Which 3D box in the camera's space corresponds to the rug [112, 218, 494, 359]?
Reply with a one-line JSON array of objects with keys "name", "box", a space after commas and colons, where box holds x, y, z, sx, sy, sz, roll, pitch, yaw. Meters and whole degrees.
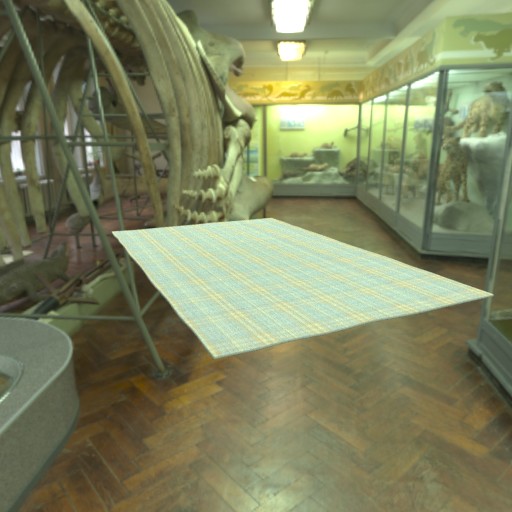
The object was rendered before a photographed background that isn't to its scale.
[{"name": "rug", "box": [0.000, 0.000, 3.024, 1.545, 0.016, 2.460, -7, 17, -25]}]
